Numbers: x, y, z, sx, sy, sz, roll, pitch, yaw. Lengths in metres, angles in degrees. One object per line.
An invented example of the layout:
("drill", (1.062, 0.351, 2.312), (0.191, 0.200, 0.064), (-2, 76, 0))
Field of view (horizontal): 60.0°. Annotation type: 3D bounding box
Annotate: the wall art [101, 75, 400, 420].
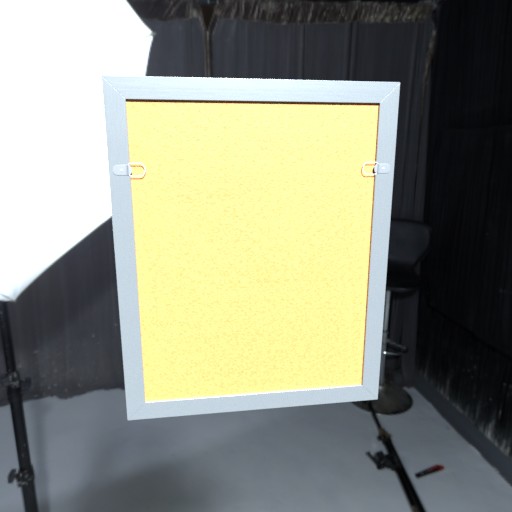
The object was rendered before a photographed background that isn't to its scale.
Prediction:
("wall art", (0.000, 0.000, 0.510), (0.308, 0.379, 0.030), (-2, 14, -8))
